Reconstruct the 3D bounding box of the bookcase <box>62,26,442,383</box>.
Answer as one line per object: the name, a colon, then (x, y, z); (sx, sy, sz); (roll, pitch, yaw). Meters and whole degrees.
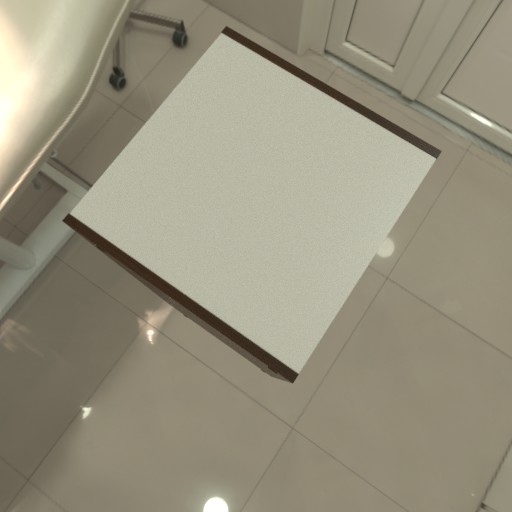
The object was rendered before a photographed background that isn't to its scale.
bookcase: (0.000, 0.000, 0.765); (0.290, 0.600, 0.300); (34, 78, 8)
